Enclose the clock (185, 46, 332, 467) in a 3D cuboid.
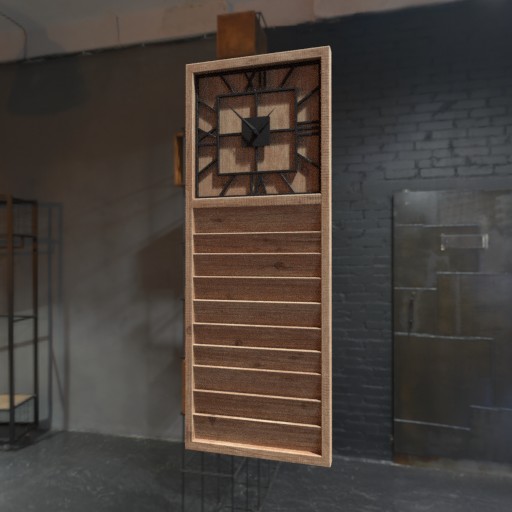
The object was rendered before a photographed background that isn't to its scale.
[{"bbox_3d":[0.000,0.000,1.078,0.361,0.965,0.030,0,-1,16],"label":"clock"}]
